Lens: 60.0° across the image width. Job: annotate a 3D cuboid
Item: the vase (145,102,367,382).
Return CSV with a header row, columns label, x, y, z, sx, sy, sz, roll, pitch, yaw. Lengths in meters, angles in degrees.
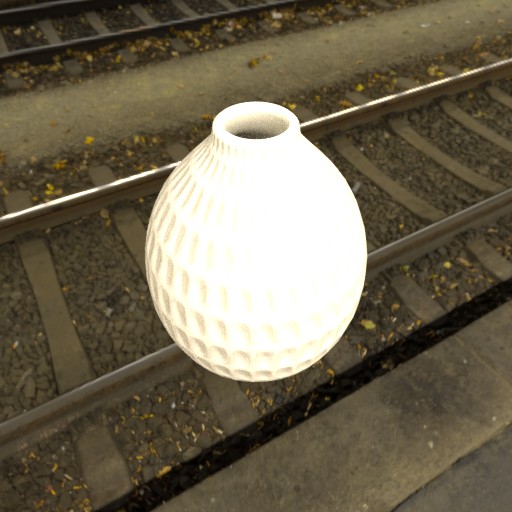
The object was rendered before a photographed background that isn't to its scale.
label,x,y,z,sx,sy,sz,roll,pitch,yaw
vase,0.000,0.000,0.332,0.162,0.223,0.162,0,46,0
